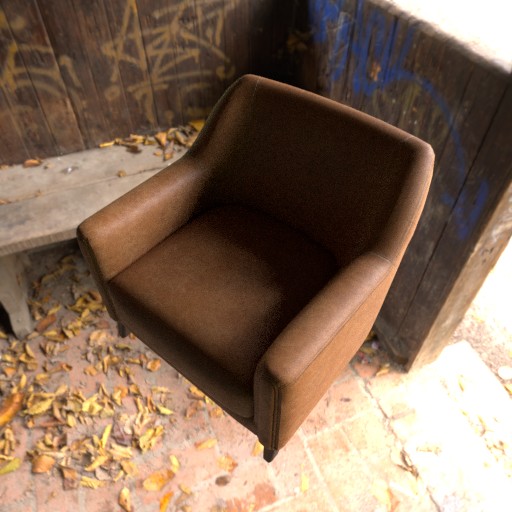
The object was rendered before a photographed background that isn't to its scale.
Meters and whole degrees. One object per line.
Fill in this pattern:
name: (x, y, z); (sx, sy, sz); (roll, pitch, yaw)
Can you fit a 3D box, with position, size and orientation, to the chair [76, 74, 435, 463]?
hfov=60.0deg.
chair: (0.000, 0.000, 1.831); (1.037, 0.980, 1.034); (31, 55, 25)
